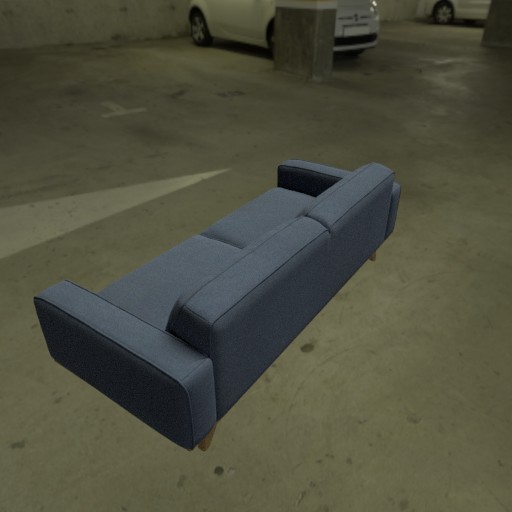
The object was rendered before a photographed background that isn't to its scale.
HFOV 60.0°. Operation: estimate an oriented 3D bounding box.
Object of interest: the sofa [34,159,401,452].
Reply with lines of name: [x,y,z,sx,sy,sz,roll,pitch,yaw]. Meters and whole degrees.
sofa: [0.000,0.000,2.662,0.953,0.782,2.270,21,37,29]
